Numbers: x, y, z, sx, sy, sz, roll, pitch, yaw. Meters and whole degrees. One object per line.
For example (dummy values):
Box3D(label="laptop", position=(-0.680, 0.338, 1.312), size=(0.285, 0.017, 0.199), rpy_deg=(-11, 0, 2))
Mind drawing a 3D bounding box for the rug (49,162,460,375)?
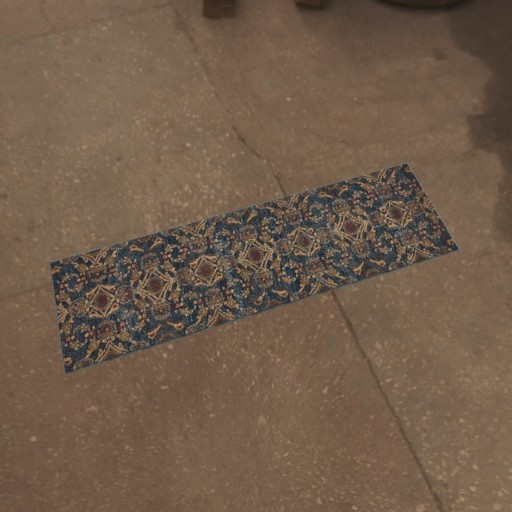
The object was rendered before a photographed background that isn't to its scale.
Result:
Box3D(label="rug", position=(0.000, 0.000, 2.576), size=(2.292, 0.014, 0.685), rpy_deg=(-16, 65, -8))
